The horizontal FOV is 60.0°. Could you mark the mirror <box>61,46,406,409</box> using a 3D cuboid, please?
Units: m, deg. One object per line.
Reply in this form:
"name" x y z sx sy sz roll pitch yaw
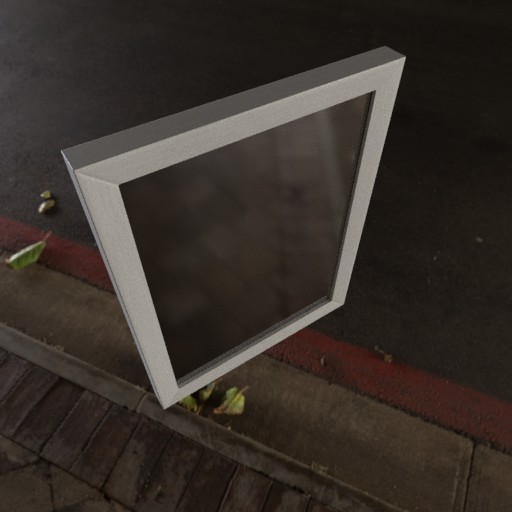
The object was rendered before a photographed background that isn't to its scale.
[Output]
"mirror" 0.000 0.000 0.658 0.405 0.508 0.041 -26 53 -21
